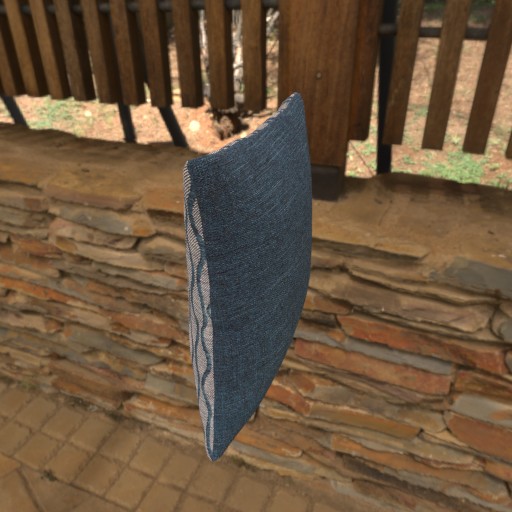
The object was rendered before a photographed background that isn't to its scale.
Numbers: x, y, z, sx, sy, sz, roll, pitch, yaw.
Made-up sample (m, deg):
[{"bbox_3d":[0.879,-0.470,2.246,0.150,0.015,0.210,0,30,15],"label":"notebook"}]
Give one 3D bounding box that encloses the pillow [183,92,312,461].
[{"bbox_3d":[0.000,0.000,0.698,0.159,0.435,0.435,8,30,15],"label":"pillow"}]
